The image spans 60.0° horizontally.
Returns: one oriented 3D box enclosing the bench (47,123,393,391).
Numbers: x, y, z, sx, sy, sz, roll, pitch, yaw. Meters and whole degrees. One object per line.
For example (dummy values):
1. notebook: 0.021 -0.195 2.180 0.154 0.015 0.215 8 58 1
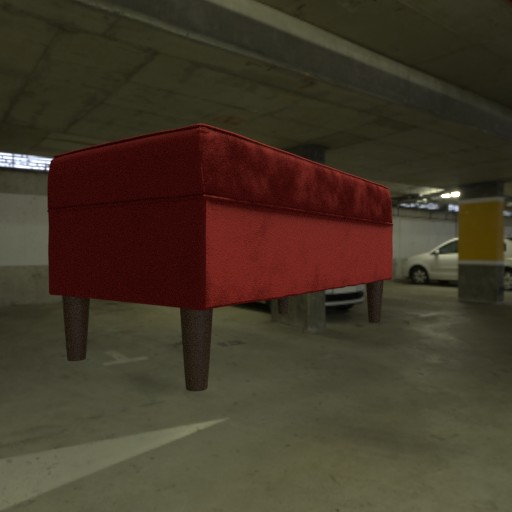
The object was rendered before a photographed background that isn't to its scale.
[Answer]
1. bench: 0.000 0.000 1.289 0.492 0.471 1.016 1 1 35
